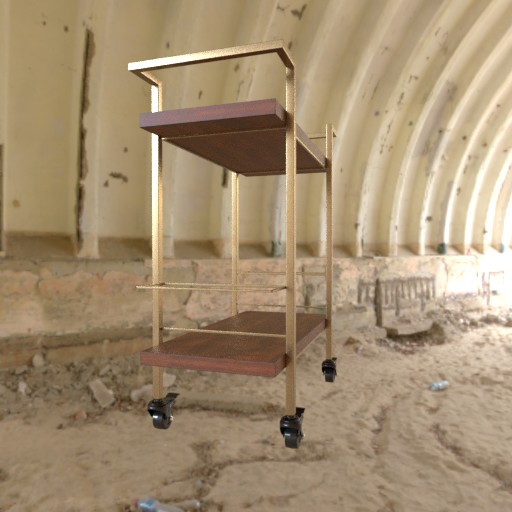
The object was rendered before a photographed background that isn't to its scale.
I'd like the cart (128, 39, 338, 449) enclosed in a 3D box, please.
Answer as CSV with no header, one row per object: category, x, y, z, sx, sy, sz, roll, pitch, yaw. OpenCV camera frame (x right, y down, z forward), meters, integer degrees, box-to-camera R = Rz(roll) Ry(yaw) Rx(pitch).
cart,0.000,0.000,1.194,0.364,0.807,0.695,0,1,19
